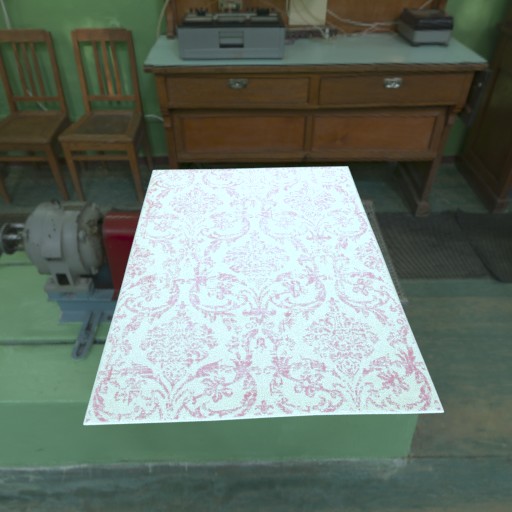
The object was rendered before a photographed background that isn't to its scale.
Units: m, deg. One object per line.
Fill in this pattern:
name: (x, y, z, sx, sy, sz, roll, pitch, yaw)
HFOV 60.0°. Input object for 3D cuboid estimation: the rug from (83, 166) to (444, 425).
rug: (0.000, 0.000, 2.789, 1.598, 0.014, 2.202, -1, 41, -2)
